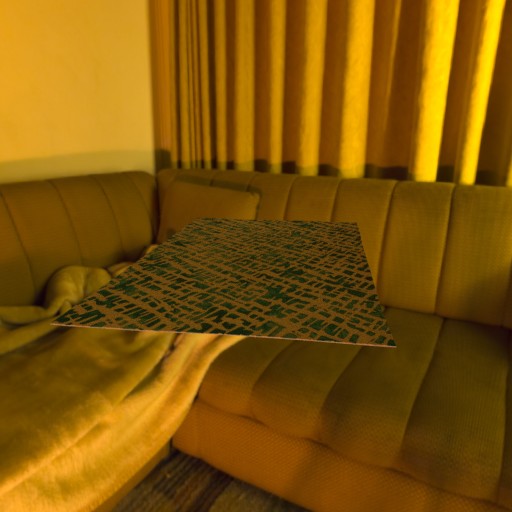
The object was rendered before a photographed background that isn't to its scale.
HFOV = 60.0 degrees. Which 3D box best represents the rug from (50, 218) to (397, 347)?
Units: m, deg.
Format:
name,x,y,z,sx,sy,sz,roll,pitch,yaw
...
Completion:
name,x,y,z,sx,sy,sz,roll,pitch,yaw
rug,0.000,0.000,3.054,1.520,0.011,2.447,2,16,8
